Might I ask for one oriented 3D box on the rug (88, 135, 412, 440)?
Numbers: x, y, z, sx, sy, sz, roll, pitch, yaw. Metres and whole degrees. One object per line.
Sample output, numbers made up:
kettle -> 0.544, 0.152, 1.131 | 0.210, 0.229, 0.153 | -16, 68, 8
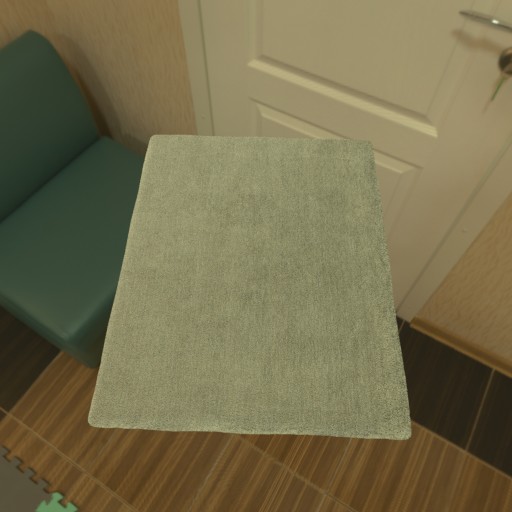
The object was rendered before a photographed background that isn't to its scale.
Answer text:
rug -> 0.000, 0.000, 3.882 | 2.332, 0.027, 2.933 | 2, 59, 1
